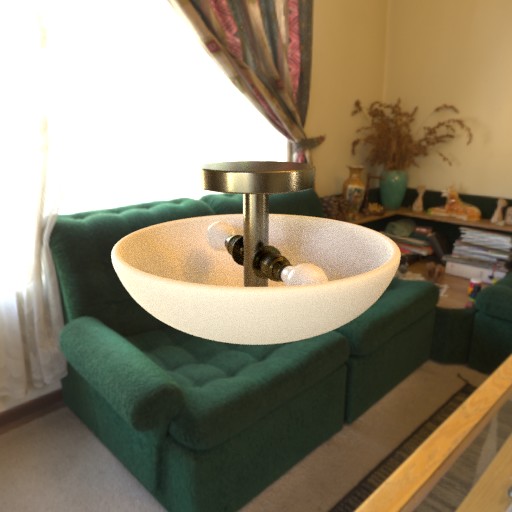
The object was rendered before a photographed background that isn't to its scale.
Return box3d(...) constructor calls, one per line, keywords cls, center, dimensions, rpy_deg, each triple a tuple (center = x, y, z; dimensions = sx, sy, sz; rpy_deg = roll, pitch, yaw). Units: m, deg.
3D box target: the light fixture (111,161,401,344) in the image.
box3d(cls="light fixture", center=(0.000, 0.000, 0.534), dimensions=(0.330, 0.214, 0.330), rpy_deg=(0, 17, 0))
